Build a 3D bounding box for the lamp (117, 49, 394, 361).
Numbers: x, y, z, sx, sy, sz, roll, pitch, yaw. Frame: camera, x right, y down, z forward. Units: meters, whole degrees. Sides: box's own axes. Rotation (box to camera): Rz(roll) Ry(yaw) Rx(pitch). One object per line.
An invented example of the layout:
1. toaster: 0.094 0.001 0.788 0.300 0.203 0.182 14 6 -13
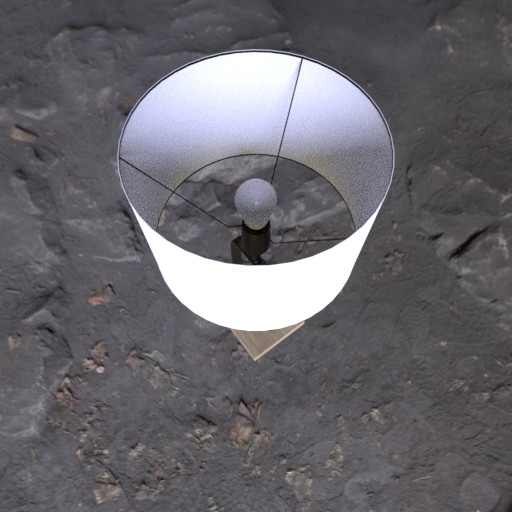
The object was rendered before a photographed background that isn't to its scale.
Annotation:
1. lamp: 0.000 0.000 0.676 0.279 0.508 0.279 -34 68 -16
